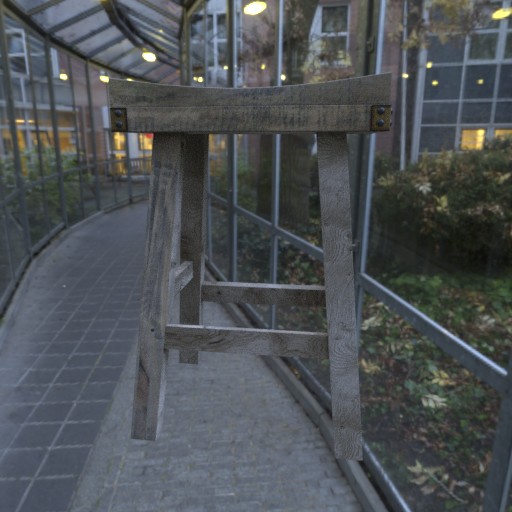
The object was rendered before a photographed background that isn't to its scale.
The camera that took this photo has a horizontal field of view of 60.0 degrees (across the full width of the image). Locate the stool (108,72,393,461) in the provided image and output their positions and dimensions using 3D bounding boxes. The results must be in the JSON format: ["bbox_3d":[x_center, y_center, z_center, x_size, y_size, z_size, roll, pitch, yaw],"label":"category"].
[{"bbox_3d":[0.000,0.000,0.877,0.450,0.635,0.330,2,15,8],"label":"stool"}]
